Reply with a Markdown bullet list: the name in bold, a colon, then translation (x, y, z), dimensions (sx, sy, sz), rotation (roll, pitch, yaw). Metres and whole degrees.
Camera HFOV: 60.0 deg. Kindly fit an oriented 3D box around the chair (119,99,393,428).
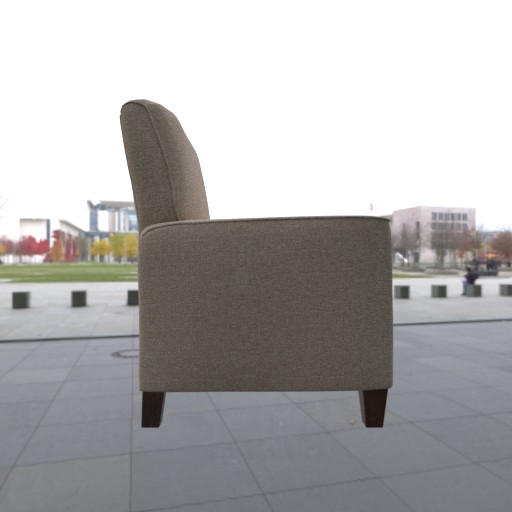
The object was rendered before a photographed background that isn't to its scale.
- **chair**: translation (0.000, 0.000, 1.691), dimensions (0.858, 1.028, 0.841), rotation (0, 0, 0)
